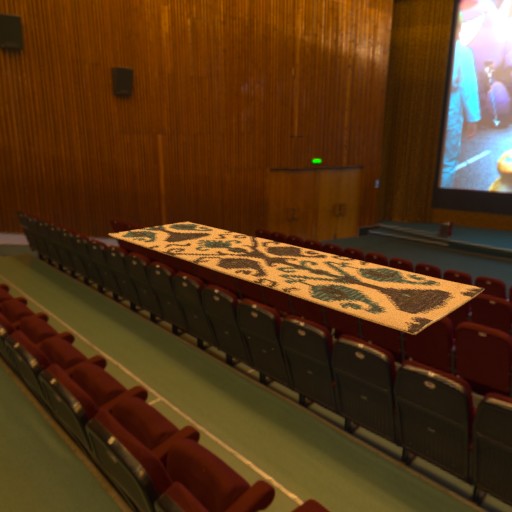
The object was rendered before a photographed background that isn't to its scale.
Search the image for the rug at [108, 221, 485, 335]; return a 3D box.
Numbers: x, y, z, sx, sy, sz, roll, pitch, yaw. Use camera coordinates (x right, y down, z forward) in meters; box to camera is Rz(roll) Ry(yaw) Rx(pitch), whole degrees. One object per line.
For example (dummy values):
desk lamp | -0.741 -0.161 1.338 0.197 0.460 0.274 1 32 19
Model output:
rug | 0.000 0.000 2.587 0.692 0.017 2.301 -15 21 -43
